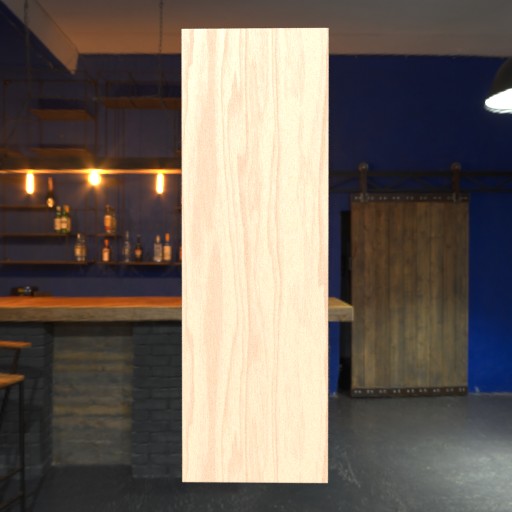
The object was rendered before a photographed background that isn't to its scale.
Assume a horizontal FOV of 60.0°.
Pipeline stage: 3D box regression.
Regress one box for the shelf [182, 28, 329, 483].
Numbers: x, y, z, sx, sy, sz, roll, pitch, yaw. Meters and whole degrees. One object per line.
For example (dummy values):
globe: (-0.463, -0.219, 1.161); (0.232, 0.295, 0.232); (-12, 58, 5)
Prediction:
shelf: (0.000, 0.000, 1.028); (0.290, 0.900, 0.300); (0, 1, 1)
